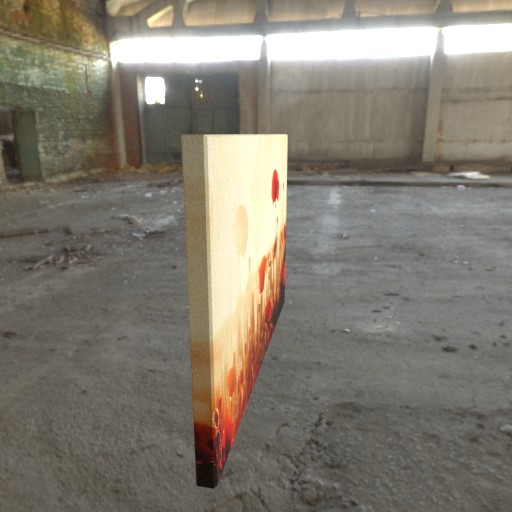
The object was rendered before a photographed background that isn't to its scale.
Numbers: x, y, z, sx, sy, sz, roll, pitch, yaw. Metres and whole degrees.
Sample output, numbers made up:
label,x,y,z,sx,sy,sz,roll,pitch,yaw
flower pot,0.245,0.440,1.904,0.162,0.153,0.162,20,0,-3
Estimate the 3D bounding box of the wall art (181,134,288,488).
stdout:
label,x,y,z,sx,sy,sz,roll,pitch,yaw
wall art,0.000,0.000,1.137,0.038,0.602,0.918,3,16,11
